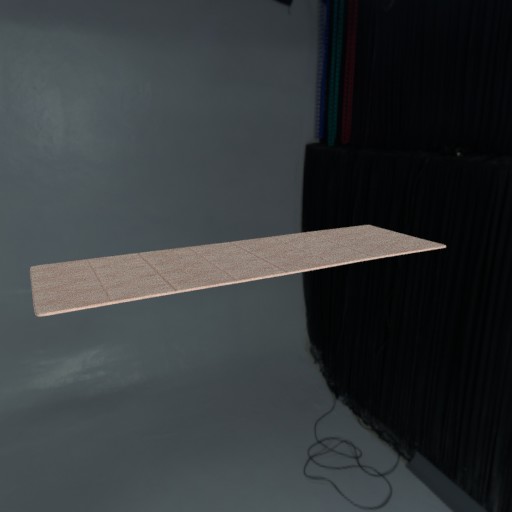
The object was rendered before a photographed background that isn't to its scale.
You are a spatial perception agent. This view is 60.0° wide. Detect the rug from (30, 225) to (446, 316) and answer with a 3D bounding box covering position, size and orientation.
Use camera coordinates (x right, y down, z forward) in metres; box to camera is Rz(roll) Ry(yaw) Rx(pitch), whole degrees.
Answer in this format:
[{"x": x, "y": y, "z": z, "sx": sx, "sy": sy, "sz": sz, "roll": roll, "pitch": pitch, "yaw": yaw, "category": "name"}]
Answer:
[{"x": 0.000, "y": 0.000, "z": 2.674, "sx": 2.435, "sy": 0.015, "sz": 0.760, "roll": -8, "pitch": 18, "yaw": -27, "category": "rug"}]
